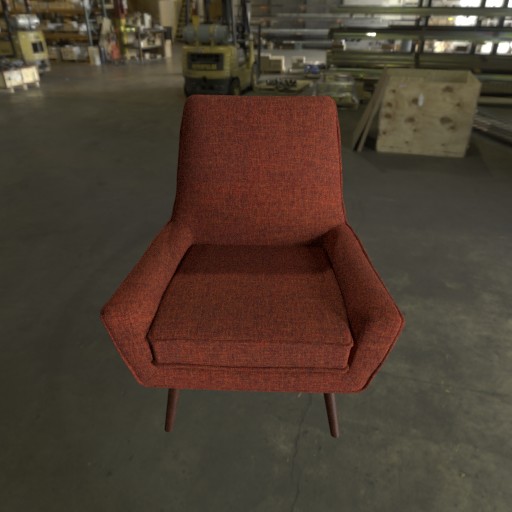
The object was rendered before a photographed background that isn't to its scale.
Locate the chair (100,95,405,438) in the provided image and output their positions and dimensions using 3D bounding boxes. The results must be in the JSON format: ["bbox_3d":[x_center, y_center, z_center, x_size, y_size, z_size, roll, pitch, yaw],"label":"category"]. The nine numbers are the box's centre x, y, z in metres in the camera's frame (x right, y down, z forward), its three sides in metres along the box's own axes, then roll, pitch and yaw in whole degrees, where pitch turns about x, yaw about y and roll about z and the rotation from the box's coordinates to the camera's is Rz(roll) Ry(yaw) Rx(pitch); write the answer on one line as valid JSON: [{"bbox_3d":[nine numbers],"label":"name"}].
[{"bbox_3d":[0.000,0.000,1.476,0.803,0.911,0.784,1,30,2],"label":"chair"}]
